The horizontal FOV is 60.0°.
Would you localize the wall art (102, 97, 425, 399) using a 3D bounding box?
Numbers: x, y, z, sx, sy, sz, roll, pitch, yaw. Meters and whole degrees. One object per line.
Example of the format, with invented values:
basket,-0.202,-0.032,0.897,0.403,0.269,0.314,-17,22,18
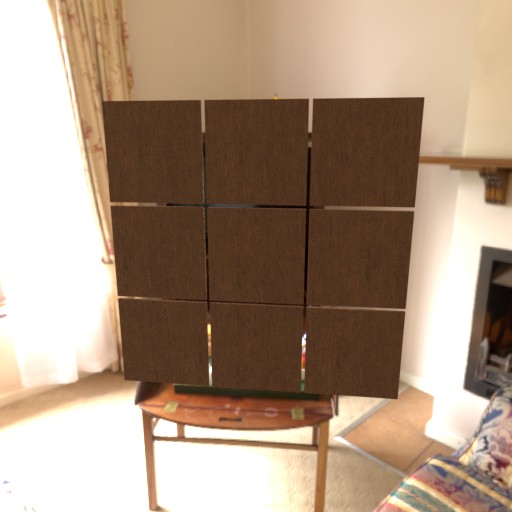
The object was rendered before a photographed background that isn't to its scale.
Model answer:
wall art,0.000,0.000,1.814,1.215,1.213,0.013,2,14,7
